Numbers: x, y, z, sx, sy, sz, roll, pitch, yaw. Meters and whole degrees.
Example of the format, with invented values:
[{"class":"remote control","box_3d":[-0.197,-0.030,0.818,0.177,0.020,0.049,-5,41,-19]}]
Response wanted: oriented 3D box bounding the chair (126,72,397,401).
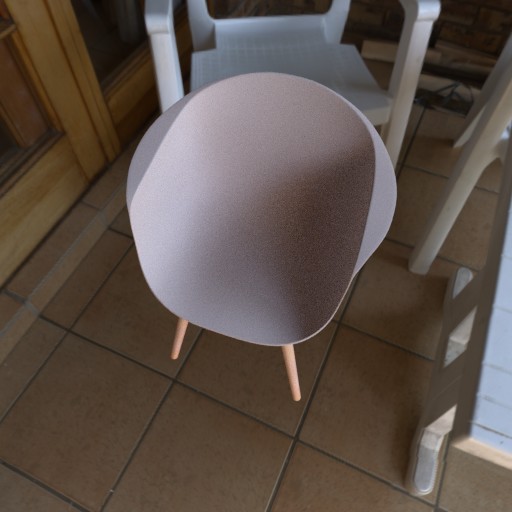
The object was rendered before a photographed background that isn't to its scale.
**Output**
[{"class":"chair","box_3d":[0.000,0.000,1.205,0.593,0.781,0.504,16,59,10]}]
